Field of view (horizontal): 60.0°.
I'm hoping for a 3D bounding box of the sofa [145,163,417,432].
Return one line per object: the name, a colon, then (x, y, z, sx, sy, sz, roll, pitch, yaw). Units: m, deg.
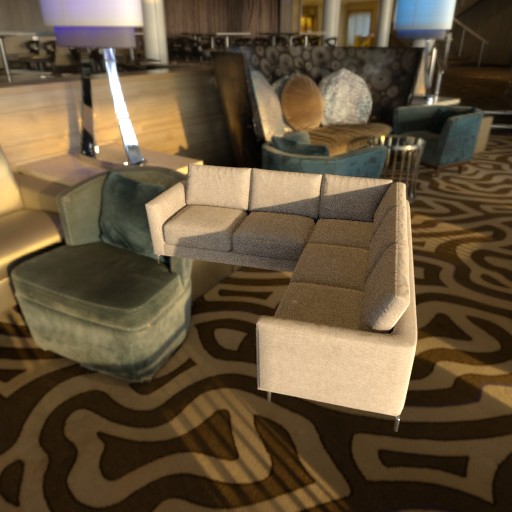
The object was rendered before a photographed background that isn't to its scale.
sofa: (0.000, 0.000, 3.694, 2.438, 0.864, 2.438, 7, 27, 14)
